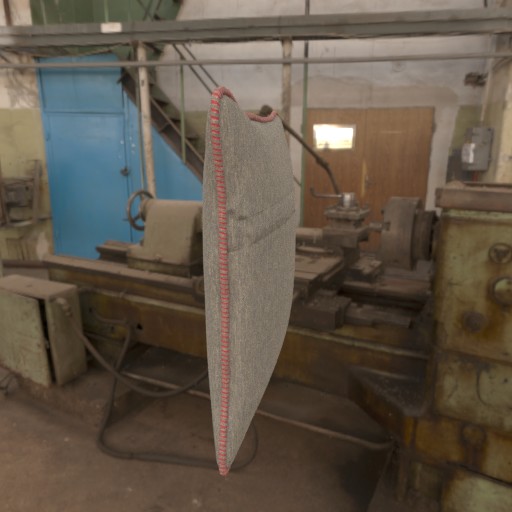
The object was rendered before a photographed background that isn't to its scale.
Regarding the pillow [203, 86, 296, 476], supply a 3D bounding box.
[{"bbox_3d":[0.000,0.000,0.742,0.124,0.491,0.482,3,15,10],"label":"pillow"}]
